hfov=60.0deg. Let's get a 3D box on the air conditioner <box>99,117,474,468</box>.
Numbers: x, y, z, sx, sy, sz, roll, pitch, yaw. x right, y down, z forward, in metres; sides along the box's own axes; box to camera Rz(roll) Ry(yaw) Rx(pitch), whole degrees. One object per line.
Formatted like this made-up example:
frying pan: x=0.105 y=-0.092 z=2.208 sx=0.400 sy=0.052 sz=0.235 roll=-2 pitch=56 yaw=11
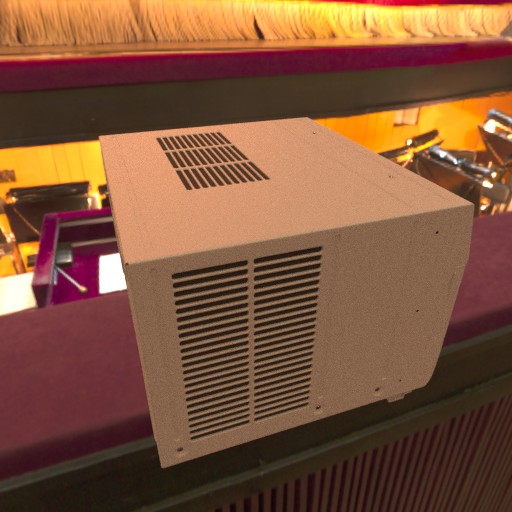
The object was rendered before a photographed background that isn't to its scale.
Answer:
air conditioner: x=0.000 y=0.000 z=1.040 sx=0.599 sy=0.455 sz=0.645 roll=-10 pitch=32 yaw=-17
